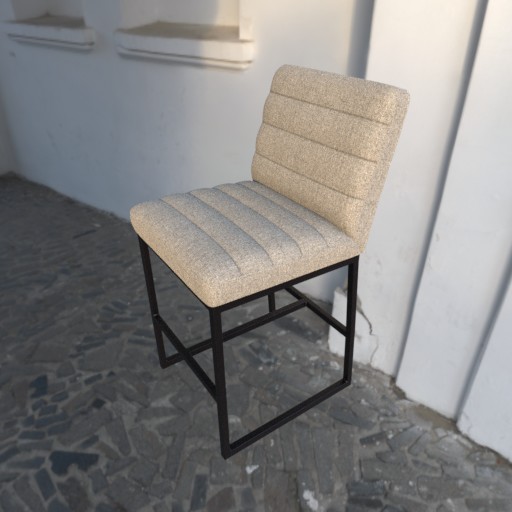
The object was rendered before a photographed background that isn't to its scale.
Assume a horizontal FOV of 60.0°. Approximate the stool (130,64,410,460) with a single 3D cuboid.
[{"bbox_3d":[0.000,0.000,1.268,0.560,0.940,0.460,-20,36,-29],"label":"stool"}]
